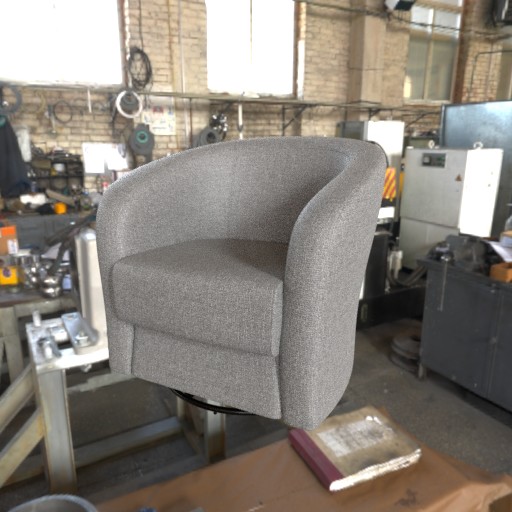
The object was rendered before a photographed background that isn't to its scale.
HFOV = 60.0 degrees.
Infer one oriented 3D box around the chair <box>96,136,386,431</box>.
[{"bbox_3d":[0.000,0.000,1.464,0.791,0.771,0.815,7,16,26],"label":"chair"}]
